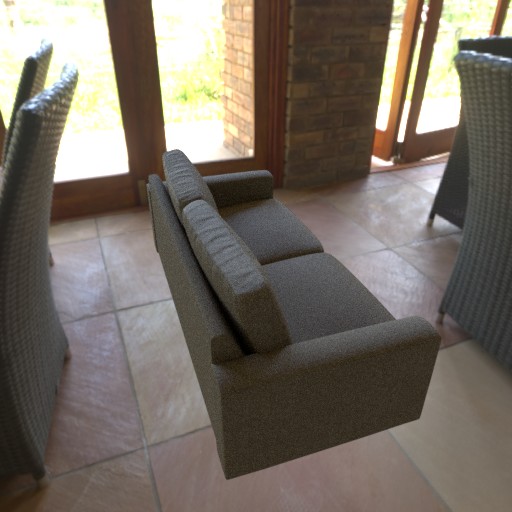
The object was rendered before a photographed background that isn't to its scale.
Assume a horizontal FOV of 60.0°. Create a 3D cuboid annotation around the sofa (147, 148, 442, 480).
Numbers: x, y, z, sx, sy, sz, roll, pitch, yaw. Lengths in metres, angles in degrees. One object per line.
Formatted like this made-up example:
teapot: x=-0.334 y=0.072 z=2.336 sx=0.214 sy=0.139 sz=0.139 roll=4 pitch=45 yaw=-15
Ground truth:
sofa: x=0.000 y=0.000 z=2.686 sx=1.016 sy=0.873 sz=2.179 roll=-10 pitch=32 yaw=-16
